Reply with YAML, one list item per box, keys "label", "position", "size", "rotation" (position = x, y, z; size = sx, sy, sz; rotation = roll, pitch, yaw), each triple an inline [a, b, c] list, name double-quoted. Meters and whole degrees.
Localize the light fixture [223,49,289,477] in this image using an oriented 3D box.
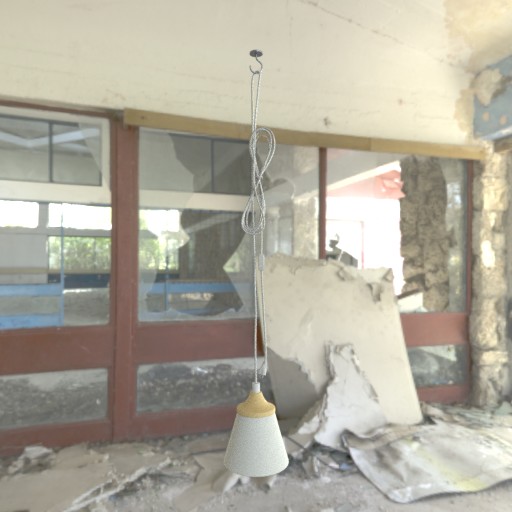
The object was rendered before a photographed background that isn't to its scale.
- label: "light fixture"
  position: [0.000, 0.000, 1.049]
  size: [0.153, 0.966, 0.153]
  rotation: [0, -1, 18]
